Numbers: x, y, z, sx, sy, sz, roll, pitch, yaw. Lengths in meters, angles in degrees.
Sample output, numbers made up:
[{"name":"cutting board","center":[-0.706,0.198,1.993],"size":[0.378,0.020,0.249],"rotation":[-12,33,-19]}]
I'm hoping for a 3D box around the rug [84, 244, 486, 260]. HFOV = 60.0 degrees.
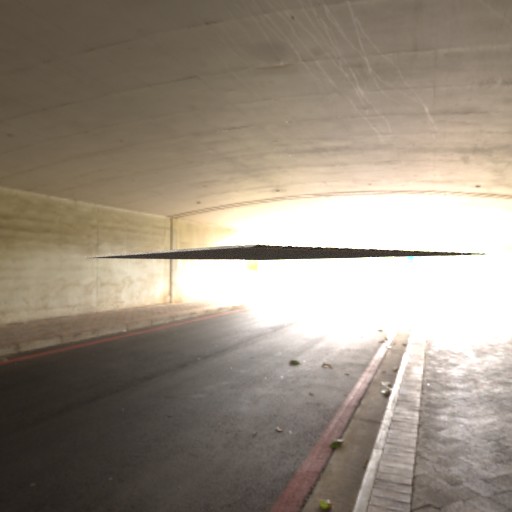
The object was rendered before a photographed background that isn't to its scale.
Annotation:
[{"name":"rug","center":[0.000,0.000,2.276],"size":[1.278,0.009,1.726],"rotation":[1,-2,-36]}]
